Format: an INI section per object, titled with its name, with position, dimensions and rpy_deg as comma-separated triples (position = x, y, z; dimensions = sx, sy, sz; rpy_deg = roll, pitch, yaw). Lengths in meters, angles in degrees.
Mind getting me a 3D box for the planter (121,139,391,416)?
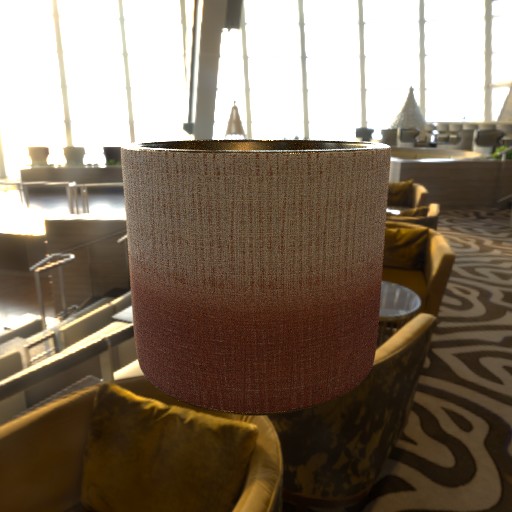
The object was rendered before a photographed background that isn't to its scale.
[planter]
position = 0.000, 0.000, 0.320
dimensions = 0.178, 0.157, 0.178
rpy_deg = 0, 17, 0
